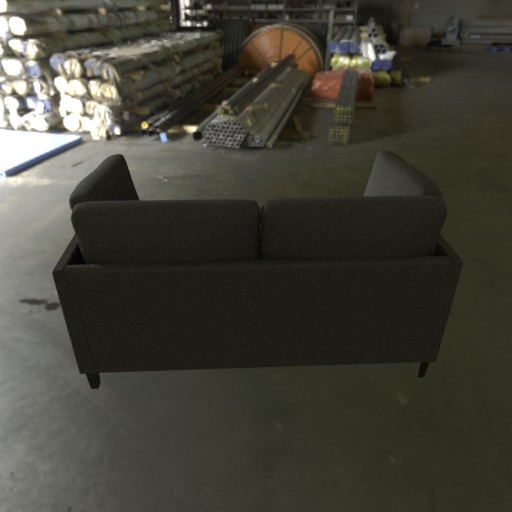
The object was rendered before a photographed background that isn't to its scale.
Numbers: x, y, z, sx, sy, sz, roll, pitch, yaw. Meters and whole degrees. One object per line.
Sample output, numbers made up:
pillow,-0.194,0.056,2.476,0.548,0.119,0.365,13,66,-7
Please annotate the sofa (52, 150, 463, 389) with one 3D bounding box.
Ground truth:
sofa,0.000,0.000,2.351,1.751,0.920,0.969,-1,30,-2
